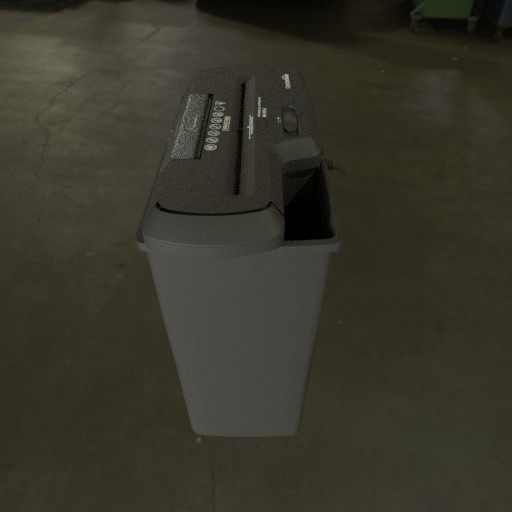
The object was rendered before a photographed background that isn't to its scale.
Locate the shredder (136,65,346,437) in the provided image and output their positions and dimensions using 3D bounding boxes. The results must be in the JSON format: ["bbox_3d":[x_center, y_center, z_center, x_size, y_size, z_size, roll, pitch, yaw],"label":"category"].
[{"bbox_3d":[0.000,0.000,0.508,0.170,0.335,0.320,0,41,0],"label":"shredder"}]
